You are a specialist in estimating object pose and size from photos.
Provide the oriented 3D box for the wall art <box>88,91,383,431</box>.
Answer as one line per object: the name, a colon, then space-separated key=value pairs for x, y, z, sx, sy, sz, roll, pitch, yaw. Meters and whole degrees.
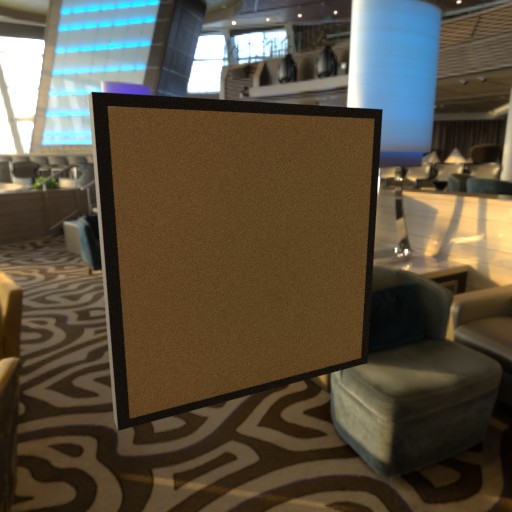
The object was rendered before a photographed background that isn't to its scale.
wall art: x=0.000 y=0.000 z=0.772 sx=0.508 sy=0.507 sz=0.033 roll=-7 pitch=14 yaw=-27
